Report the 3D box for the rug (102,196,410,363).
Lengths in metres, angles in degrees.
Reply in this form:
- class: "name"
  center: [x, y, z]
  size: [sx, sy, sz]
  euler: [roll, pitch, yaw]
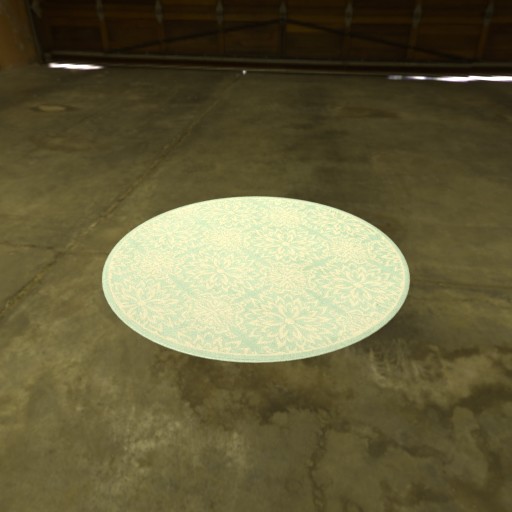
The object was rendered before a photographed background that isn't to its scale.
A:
- class: "rug"
  center: [0.000, 0.000, 2.392]
  size: [1.593, 0.012, 1.593]
  euler: [0, 31, 0]
